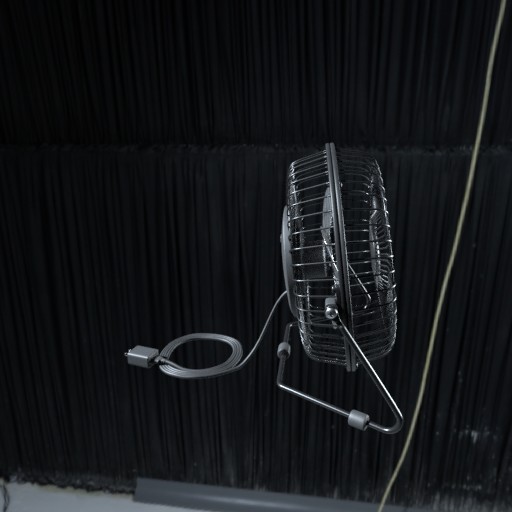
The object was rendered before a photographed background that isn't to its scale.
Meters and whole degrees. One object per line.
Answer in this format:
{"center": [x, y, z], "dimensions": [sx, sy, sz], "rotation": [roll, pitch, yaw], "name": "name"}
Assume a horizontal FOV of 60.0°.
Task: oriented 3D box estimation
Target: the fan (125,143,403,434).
{"center": [0.000, 0.000, 0.377], "dimensions": [0.227, 0.188, 0.209], "rotation": [2, 17, 8], "name": "fan"}
